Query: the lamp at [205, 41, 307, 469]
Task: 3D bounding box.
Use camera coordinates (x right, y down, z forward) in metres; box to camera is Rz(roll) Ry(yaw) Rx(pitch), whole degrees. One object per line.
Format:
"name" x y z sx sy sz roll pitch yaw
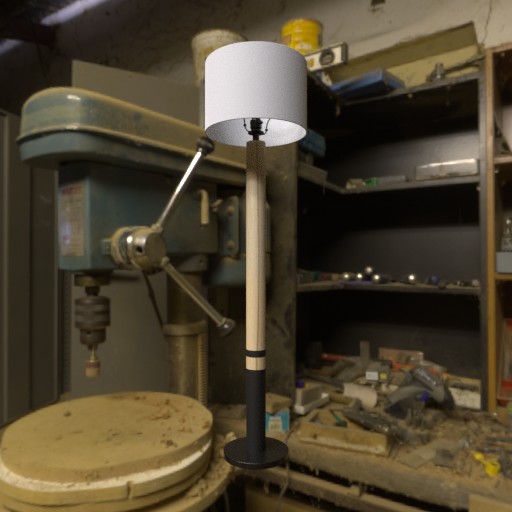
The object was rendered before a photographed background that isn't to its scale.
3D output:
"lamp" 0.000 0.000 1.661 0.381 1.478 0.381 0 -1 34
